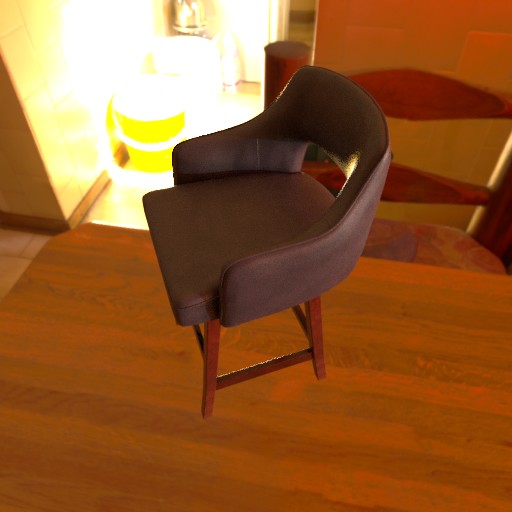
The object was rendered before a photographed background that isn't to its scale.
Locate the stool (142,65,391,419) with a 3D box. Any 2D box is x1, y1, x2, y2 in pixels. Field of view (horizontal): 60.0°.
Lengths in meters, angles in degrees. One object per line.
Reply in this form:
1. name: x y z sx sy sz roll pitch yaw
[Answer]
1. stool: 0.000 0.000 1.306 0.560 0.936 0.550 -14 47 -14
